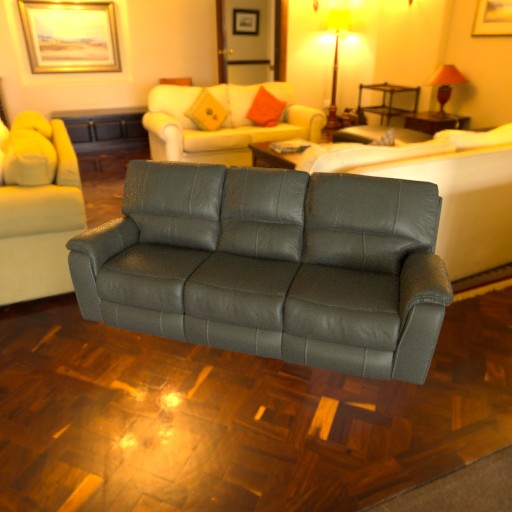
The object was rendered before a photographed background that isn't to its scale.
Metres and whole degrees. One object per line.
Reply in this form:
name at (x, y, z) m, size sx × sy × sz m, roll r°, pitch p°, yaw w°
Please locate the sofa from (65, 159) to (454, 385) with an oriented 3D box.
sofa at (0.000, 0.000, 3.289) m, size 2.627 × 1.134 × 1.104 m, roll 8°, pitch 27°, yaw 15°
